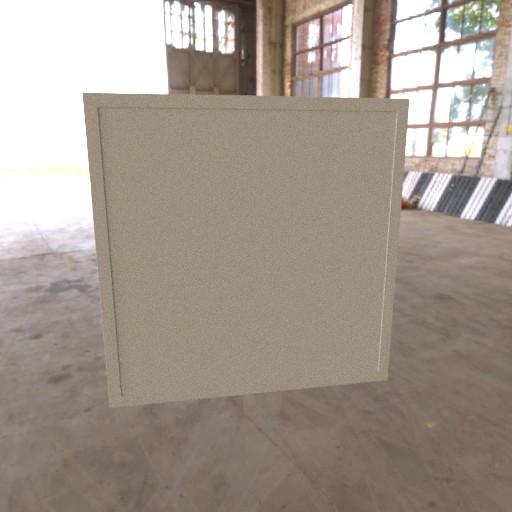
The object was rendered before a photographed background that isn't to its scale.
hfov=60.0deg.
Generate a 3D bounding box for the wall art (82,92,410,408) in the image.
[{"bbox_3d":[0.000,0.000,0.967,0.660,0.660,0.015,-3,14,-10],"label":"wall art"}]
